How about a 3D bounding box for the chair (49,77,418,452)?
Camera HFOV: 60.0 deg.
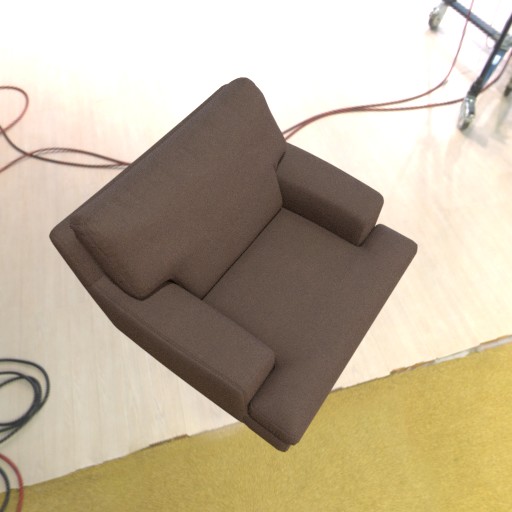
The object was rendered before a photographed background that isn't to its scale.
[{"bbox_3d":[0.000,0.000,1.973,1.143,0.940,1.168,31,63,18],"label":"chair"}]
